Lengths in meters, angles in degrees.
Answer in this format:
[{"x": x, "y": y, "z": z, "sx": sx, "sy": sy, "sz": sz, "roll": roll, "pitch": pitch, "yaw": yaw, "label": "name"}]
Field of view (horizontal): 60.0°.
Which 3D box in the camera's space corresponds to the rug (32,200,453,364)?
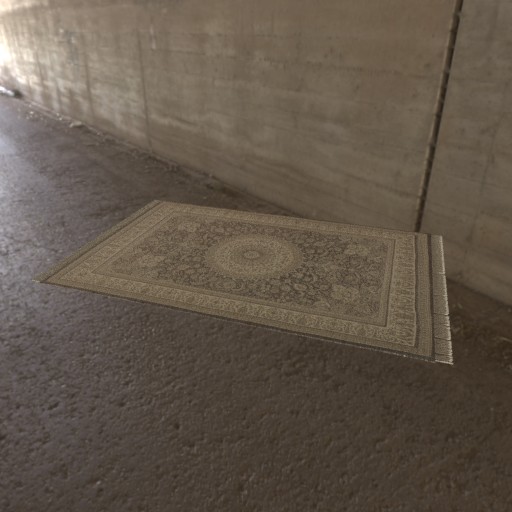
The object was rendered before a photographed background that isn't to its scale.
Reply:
[{"x": 0.000, "y": 0.000, "z": 3.039, "sx": 2.440, "sy": 0.010, "sz": 1.528, "roll": 9, "pitch": 29, "yaw": 16, "label": "rug"}]
